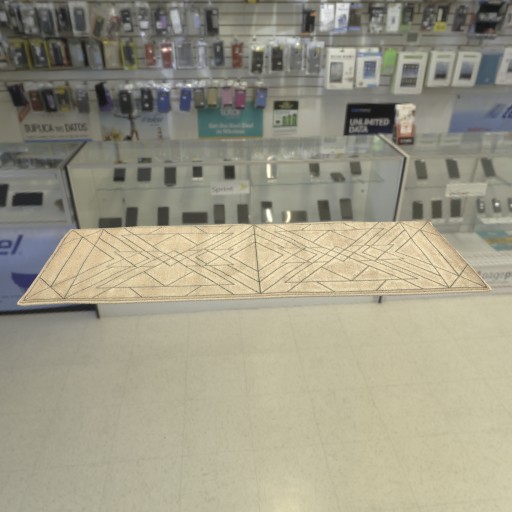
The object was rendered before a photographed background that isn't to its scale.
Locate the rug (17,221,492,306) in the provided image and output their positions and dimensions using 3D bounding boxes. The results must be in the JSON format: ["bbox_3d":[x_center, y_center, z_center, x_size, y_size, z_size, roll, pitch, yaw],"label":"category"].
[{"bbox_3d":[0.000,0.000,2.570,2.381,0.036,0.831,-1,30,-3],"label":"rug"}]
